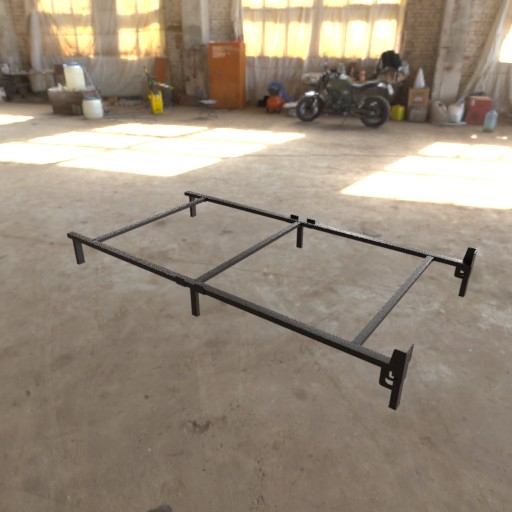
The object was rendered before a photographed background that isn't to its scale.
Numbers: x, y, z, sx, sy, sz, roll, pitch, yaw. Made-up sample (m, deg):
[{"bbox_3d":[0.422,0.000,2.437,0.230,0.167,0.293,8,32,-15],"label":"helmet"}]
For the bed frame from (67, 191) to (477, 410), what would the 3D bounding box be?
[{"bbox_3d":[0.000,0.000,2.311,1.897,0.248,0.968,18,31,32],"label":"bed frame"}]
